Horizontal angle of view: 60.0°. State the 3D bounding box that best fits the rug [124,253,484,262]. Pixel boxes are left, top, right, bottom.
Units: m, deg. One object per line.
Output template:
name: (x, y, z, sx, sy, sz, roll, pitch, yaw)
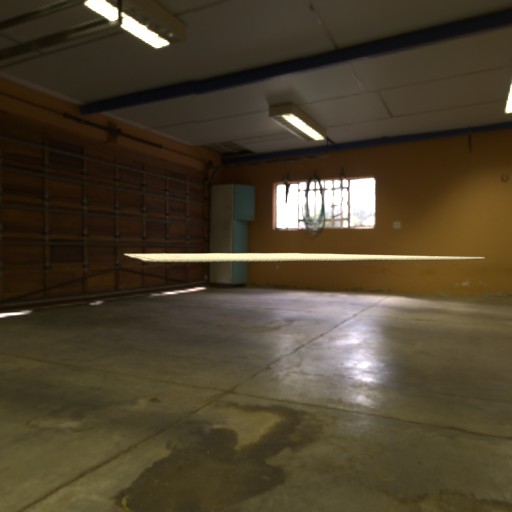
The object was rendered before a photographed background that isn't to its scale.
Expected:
rug: (0.000, 0.000, 4.473, 2.436, 0.026, 3.381, 0, 1, -19)
